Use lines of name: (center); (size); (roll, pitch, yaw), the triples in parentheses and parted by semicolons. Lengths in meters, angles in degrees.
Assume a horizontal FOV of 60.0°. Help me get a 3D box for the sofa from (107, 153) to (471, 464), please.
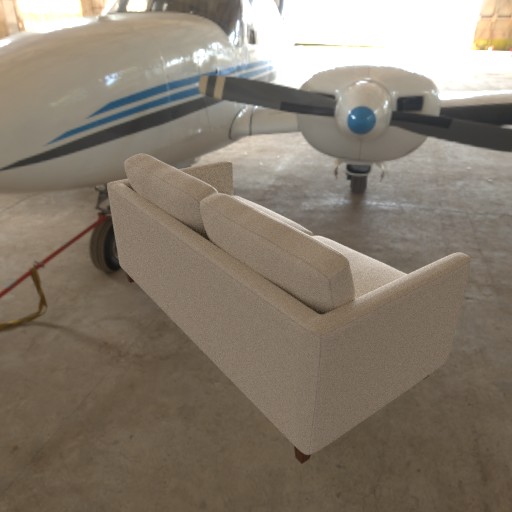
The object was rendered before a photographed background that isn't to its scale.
sofa: (0.000, 0.000, 2.491); (0.965, 0.889, 1.981); (-19, 33, -32)
